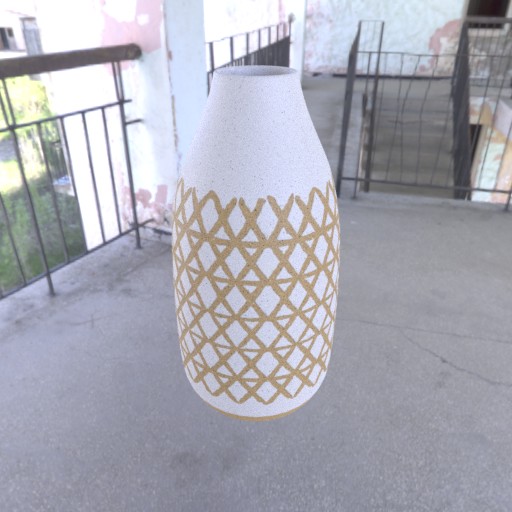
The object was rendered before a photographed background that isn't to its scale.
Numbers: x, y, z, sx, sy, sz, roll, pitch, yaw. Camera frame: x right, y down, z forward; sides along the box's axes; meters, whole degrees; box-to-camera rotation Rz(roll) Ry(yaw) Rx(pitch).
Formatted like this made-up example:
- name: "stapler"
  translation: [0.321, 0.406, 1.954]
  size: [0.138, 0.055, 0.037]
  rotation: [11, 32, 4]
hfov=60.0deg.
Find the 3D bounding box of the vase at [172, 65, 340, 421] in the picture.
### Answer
- name: "vase"
  translation: [0.000, 0.000, 0.488]
  size: [0.186, 0.380, 0.186]
  rotation: [0, 30, 0]
